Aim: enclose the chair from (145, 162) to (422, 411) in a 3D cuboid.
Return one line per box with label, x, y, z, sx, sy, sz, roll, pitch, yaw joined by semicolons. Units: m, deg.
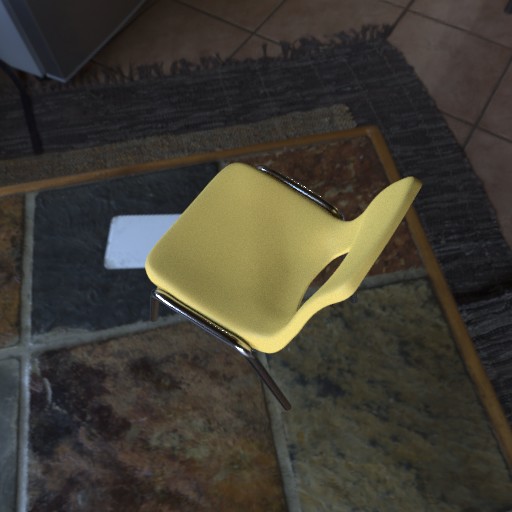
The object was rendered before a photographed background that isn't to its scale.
chair;0.000;0.000;0.910;0.436;0.653;0.381;32;68;14
